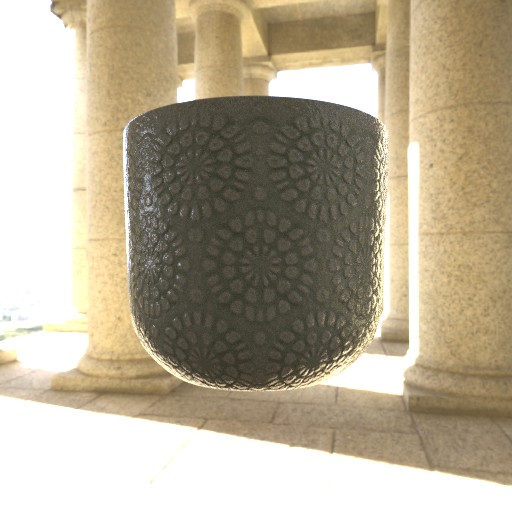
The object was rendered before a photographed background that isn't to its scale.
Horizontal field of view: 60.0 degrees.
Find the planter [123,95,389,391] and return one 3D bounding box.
[{"bbox_3d":[0.000,0.000,0.295,0.169,0.153,0.169,0,0,0],"label":"planter"}]
